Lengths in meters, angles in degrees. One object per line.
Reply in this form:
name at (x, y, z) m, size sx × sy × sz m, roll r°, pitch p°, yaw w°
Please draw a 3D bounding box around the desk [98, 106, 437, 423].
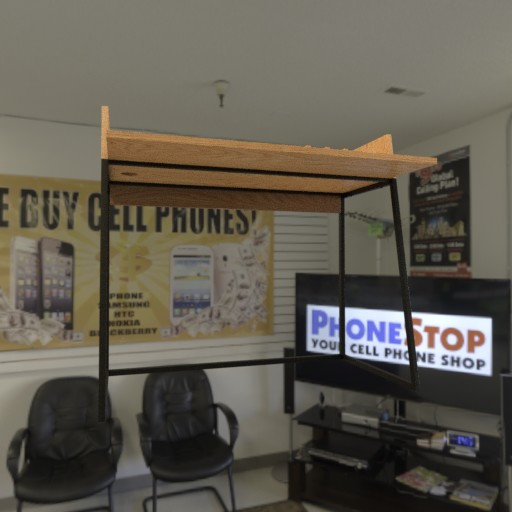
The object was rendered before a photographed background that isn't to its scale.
desk at (0.000, 0.000, 1.810) m, size 1.191 × 1.061 × 0.769 m, roll 0°, pitch -1°, yaw -17°
